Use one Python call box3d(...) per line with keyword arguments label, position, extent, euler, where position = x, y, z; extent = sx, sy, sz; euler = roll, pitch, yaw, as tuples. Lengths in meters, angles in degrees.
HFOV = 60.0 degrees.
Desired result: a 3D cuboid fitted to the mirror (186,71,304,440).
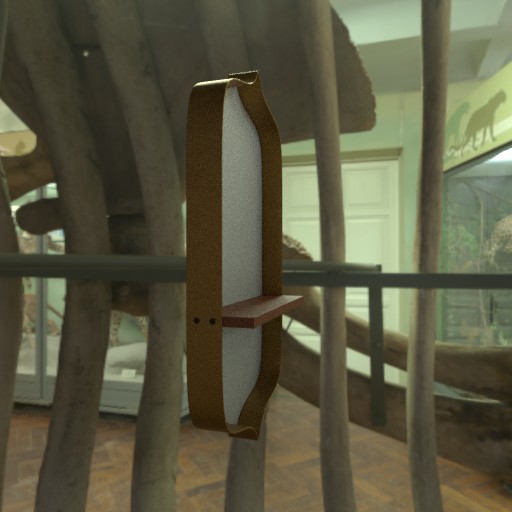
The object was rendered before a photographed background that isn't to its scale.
box3d(label="mirror", position=(0.000, 0.000, 0.736), extent=(0.096, 0.613, 0.323), euler=(0, 0, 18))
